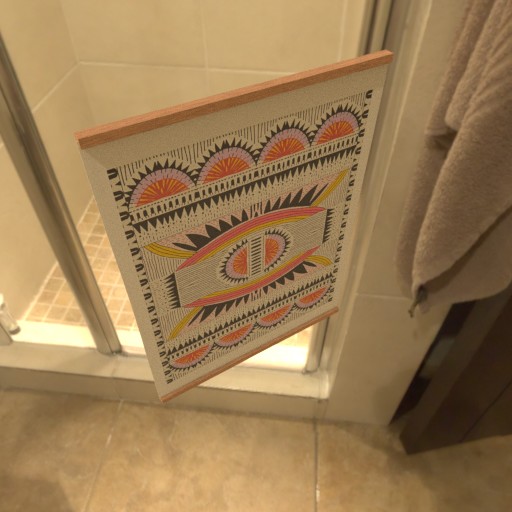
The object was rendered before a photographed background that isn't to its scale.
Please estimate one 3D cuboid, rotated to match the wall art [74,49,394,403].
[{"bbox_3d":[0.000,0.000,1.299,0.765,1.016,0.028,-23,50,-21],"label":"wall art"}]
